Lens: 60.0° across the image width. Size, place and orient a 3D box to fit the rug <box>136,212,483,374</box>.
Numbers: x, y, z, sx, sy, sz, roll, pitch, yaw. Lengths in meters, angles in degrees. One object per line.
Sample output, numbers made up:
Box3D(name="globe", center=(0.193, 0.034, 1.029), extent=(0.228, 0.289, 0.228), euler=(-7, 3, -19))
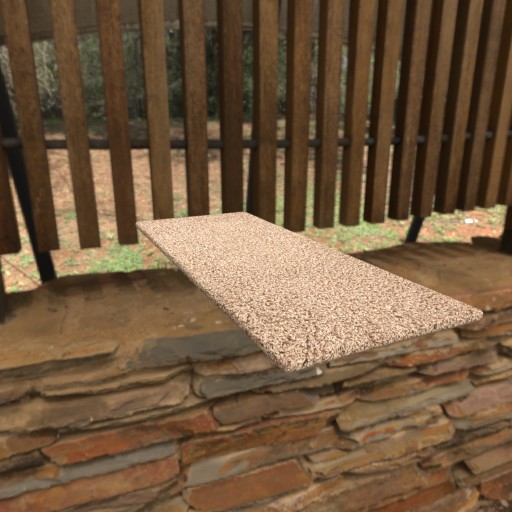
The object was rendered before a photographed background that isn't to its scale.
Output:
Box3D(name="rug", center=(0.000, 0.000, 1.703), extent=(0.609, 0.030, 1.524), euler=(-8, 19, -25))
